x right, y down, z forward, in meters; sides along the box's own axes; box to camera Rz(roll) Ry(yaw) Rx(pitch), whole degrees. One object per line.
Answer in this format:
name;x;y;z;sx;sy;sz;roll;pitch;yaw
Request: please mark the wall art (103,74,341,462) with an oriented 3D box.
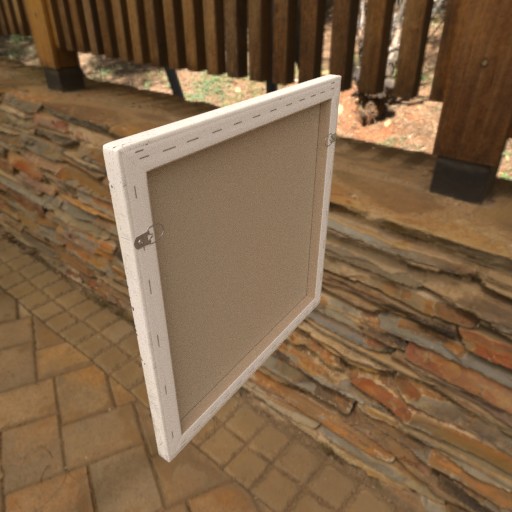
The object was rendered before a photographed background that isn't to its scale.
wall art;0.000;0.000;1.124;0.038;0.762;0.762;20;37;29
